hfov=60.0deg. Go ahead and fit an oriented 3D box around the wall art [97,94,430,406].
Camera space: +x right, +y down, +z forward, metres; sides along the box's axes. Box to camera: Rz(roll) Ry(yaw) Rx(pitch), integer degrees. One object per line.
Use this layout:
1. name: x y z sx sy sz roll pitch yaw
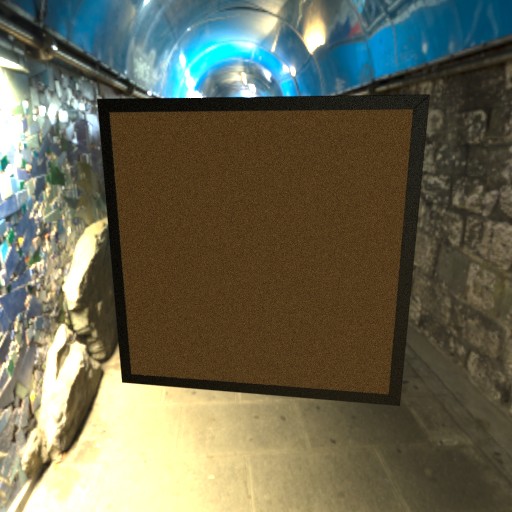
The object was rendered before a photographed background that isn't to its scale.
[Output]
1. wall art: 0.000 0.000 0.752 0.508 0.508 0.036 2 15 8
